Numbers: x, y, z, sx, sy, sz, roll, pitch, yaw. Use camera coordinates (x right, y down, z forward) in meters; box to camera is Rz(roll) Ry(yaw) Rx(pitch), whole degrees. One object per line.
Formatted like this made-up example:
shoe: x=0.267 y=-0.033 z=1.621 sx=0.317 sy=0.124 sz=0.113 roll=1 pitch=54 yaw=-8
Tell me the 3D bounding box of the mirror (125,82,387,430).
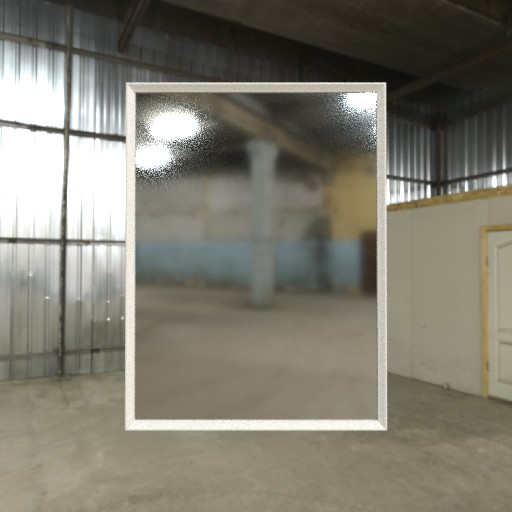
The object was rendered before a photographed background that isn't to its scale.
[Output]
mirror: x=0.000 y=0.000 z=1.314 sx=0.762 sy=1.016 sz=0.041 roll=0 pitch=-1 yaw=0
